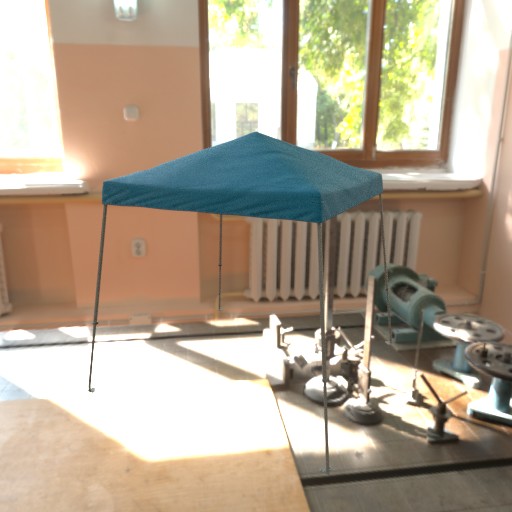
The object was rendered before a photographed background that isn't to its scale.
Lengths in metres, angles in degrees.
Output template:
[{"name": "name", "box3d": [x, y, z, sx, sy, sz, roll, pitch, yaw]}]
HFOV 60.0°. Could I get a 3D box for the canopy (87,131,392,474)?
[{"name": "canopy", "box3d": [0.000, 0.000, 5.268, 2.849, 2.849, 2.848, 7, 16, 26]}]
